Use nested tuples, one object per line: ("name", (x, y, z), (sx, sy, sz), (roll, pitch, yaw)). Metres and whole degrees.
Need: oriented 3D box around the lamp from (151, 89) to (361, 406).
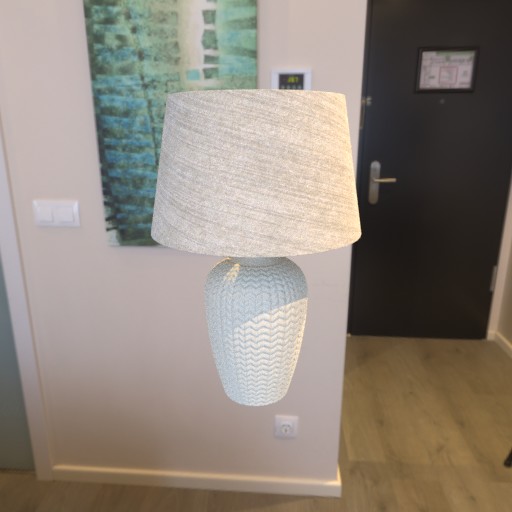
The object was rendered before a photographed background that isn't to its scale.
("lamp", (0.000, 0.000, 0.857), (0.390, 0.580, 0.390), (0, 16, 0))
